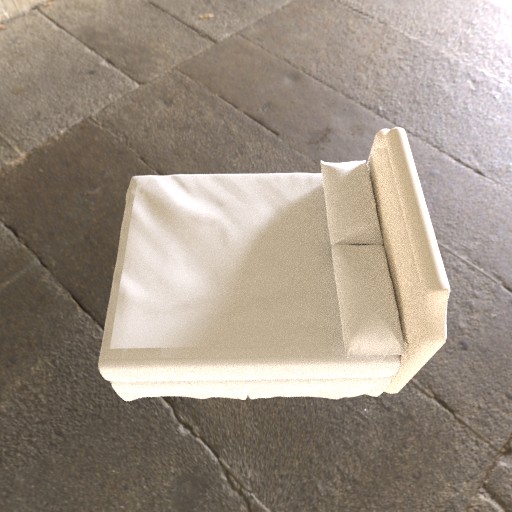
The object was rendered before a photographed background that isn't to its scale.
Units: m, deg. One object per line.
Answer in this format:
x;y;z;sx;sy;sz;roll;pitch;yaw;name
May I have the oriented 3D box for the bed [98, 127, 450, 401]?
0.000;0.000;3.924;2.548;1.524;2.134;-1;58;-1;bed
